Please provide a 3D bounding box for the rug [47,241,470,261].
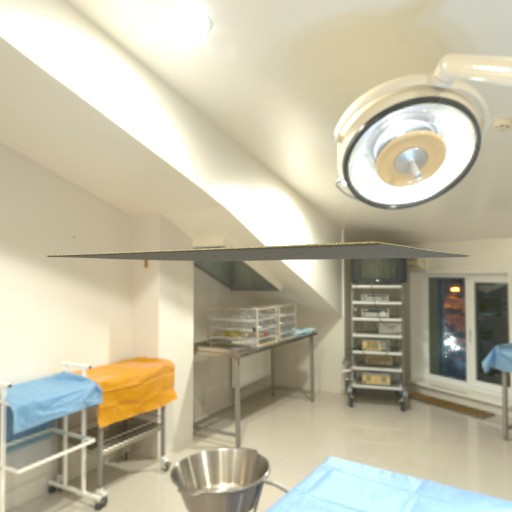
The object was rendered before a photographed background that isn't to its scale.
[{"bbox_3d":[0.000,0.000,2.906,2.270,0.017,1.606,-1,-2,36],"label":"rug"}]
